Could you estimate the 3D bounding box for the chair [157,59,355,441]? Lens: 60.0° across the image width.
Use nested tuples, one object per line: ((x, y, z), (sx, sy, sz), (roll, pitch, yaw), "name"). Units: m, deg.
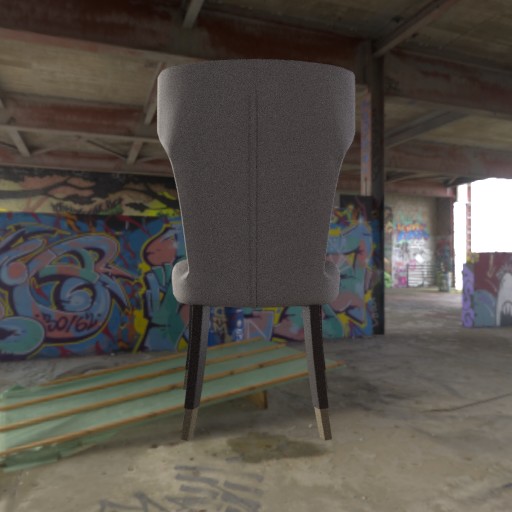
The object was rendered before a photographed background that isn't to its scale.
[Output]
((0.000, 0.000, 1.333), (0.526, 0.950, 0.630), (0, 0, 0), "chair")
